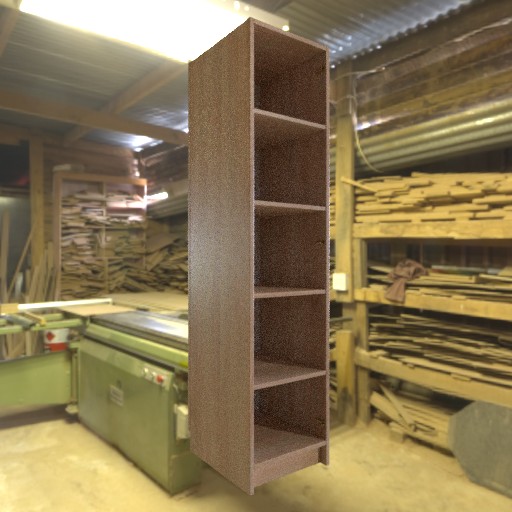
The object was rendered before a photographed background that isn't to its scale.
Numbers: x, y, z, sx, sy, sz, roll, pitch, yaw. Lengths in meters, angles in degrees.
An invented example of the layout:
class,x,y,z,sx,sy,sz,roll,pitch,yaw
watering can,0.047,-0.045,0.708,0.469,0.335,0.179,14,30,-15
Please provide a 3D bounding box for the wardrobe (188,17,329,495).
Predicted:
class,x,y,z,sx,sy,sz,roll,pitch,yaw
wardrobe,0.000,0.000,2.341,0.496,2.117,0.588,0,0,-36
